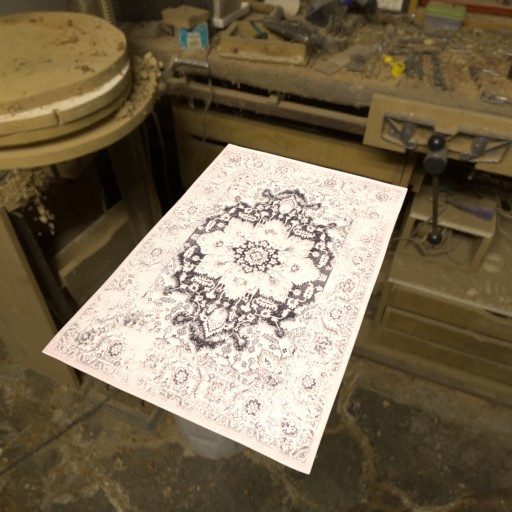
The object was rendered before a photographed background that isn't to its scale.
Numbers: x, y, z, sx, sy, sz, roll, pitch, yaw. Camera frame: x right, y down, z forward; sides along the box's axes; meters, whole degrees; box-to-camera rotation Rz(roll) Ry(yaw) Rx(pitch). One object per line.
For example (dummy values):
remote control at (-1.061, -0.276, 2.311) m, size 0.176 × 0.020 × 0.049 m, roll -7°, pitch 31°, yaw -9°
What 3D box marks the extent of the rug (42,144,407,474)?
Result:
rug at (0.000, 0.000, 2.311) m, size 1.223 × 0.008 × 1.813 m, roll 18°, pitch 49°, yaw 17°
